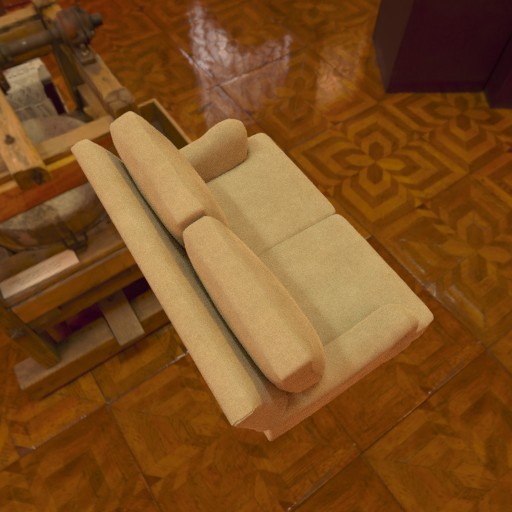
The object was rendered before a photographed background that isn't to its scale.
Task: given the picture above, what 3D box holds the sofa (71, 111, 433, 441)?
[{"bbox_3d":[0.000,0.000,2.211,1.086,1.087,1.498,-29,62,-17],"label":"sofa"}]
